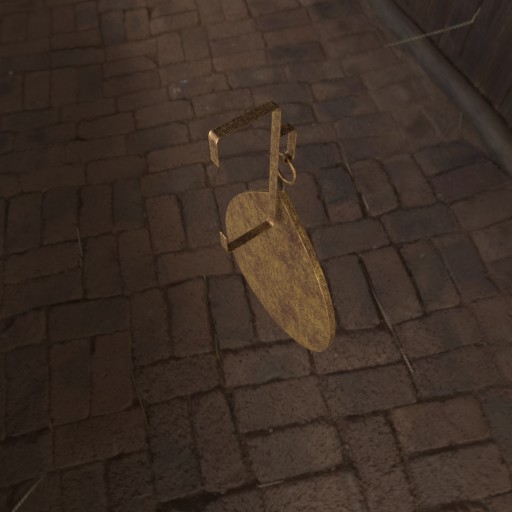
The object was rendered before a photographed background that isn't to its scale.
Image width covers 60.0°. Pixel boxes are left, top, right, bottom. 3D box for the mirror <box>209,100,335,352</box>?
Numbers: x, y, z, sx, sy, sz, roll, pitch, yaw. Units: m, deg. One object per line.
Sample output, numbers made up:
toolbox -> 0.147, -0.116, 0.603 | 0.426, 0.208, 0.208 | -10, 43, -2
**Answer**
mirror -> 0.000, 0.000, 0.920 | 0.144, 0.744, 0.405 | -32, 64, -18
